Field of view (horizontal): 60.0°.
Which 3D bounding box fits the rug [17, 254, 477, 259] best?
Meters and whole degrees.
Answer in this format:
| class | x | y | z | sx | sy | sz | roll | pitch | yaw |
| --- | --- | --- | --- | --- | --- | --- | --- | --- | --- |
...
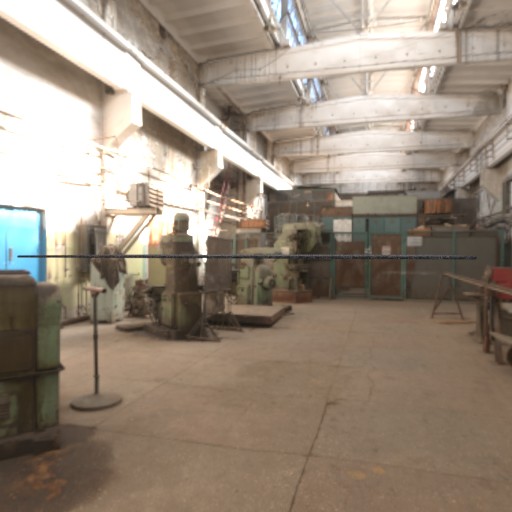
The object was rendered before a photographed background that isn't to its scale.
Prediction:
| class | x | y | z | sx | sy | sz | roll | pitch | yaw |
| --- | --- | --- | --- | --- | --- | --- | --- | --- | --- |
| rug | 0.000 | 0.000 | 2.128 | 1.754 | 0.010 | 1.139 | 0 | 0 | 18 |
